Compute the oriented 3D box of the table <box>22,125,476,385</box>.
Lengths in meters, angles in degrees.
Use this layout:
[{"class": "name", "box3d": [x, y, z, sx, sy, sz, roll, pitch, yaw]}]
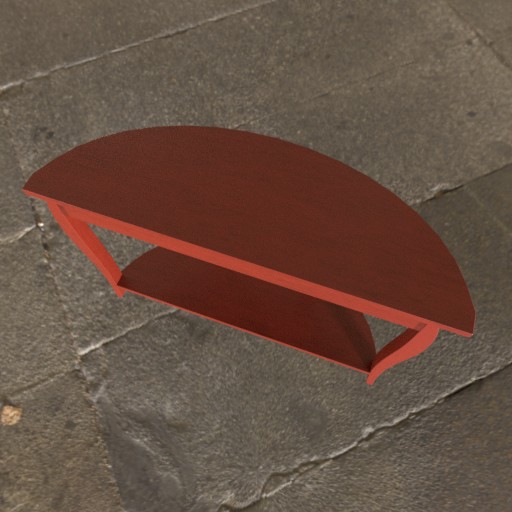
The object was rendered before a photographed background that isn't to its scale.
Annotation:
[{"class": "table", "box3d": [0.000, 0.000, 1.556, 1.219, 0.779, 0.405, 18, 65, 8]}]
